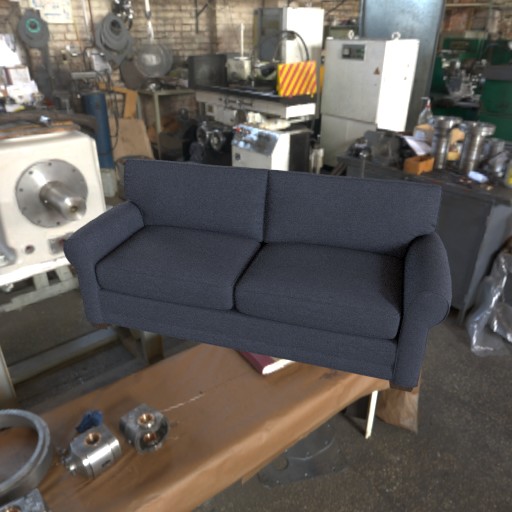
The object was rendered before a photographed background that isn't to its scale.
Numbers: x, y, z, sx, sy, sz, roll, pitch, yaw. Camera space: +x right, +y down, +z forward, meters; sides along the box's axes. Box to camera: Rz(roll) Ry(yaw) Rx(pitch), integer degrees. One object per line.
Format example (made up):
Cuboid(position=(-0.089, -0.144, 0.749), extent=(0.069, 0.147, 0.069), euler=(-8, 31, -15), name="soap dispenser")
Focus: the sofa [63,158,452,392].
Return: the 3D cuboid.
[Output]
Cuboid(position=(0.000, 0.000, 2.976), extent=(2.391, 1.026, 0.954), euler=(8, 28, 15), name="sofa")
